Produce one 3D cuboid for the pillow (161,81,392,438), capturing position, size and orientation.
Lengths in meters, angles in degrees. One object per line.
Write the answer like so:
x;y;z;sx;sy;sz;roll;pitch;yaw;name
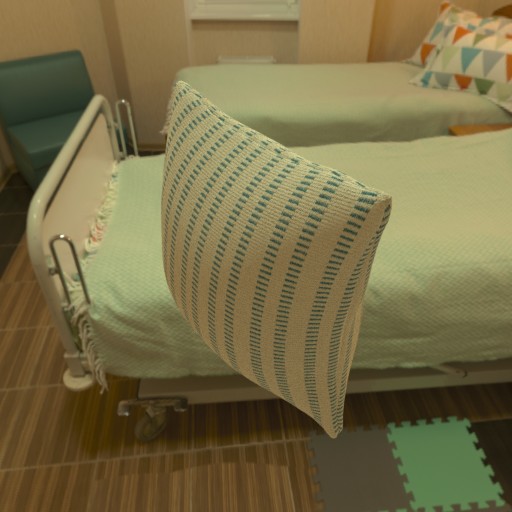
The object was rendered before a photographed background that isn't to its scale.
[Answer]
0.000;0.000;0.680;0.247;0.419;0.438;-24;44;-27;pillow
